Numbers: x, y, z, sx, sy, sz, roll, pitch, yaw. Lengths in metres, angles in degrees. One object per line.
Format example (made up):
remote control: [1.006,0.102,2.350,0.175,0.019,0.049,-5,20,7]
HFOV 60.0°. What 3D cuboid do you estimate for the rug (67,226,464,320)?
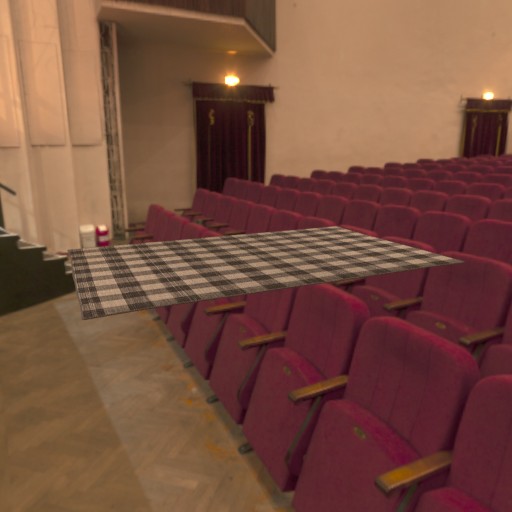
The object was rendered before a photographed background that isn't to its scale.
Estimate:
rug: [0.000,0.000,3.221,2.476,0.011,1.554,-6,15,-24]
